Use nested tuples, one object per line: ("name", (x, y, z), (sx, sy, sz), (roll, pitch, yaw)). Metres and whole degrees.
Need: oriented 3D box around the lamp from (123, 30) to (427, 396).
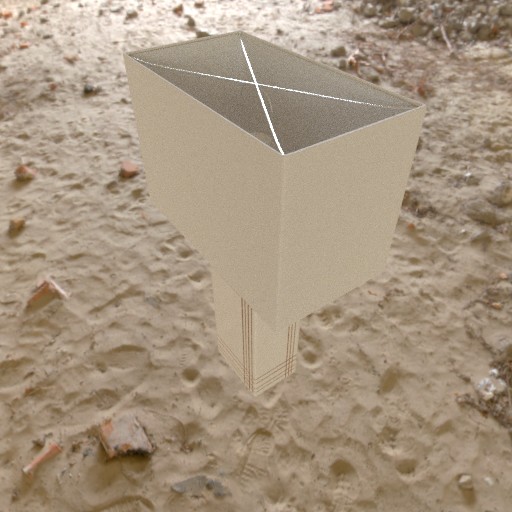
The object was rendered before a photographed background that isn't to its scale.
("lamp", (0.000, 0.000, 0.679), (0.182, 0.543, 0.334), (-25, 47, -26))
